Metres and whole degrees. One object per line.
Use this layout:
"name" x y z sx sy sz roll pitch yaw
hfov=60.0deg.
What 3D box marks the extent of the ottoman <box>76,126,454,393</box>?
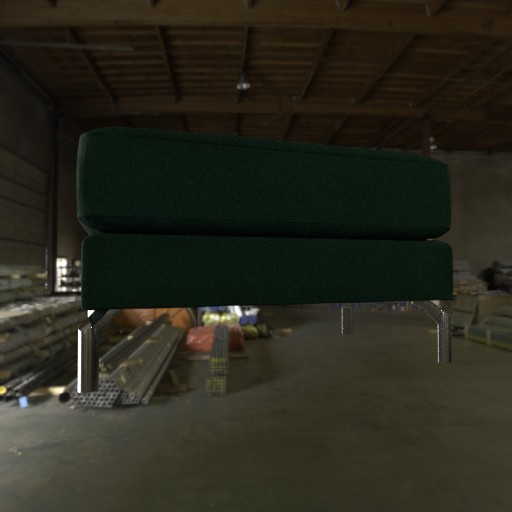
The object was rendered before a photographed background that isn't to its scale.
"ottoman" 0.000 0.000 1.207 0.886 0.533 0.536 0 -2 -18
